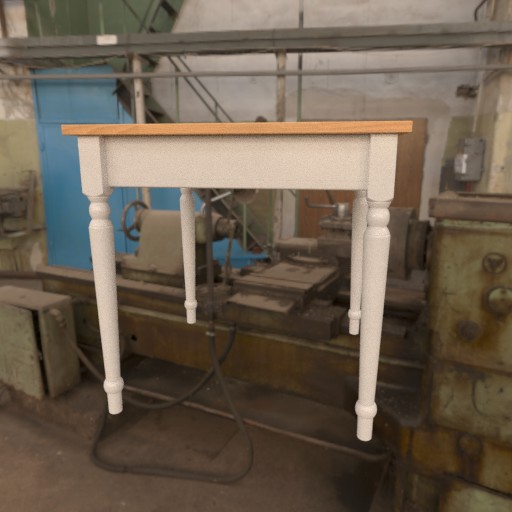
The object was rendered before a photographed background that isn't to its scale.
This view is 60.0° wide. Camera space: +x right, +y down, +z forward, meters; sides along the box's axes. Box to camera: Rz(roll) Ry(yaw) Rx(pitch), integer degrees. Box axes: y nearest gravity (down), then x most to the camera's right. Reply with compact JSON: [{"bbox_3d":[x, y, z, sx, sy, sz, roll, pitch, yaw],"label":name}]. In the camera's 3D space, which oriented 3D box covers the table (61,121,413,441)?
[{"bbox_3d":[0.000,0.000,1.361,0.747,0.738,0.747,2,13,10],"label":"table"}]
